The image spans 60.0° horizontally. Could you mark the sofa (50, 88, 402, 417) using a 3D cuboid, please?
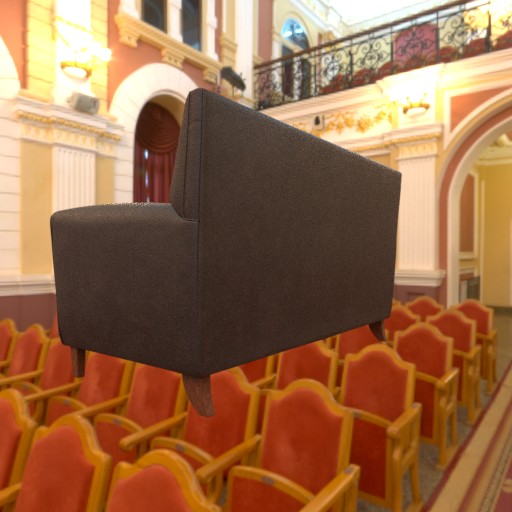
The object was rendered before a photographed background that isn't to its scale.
[{"bbox_3d":[0.000,0.000,1.937,0.787,0.871,1.473,0,0,37],"label":"sofa"}]
